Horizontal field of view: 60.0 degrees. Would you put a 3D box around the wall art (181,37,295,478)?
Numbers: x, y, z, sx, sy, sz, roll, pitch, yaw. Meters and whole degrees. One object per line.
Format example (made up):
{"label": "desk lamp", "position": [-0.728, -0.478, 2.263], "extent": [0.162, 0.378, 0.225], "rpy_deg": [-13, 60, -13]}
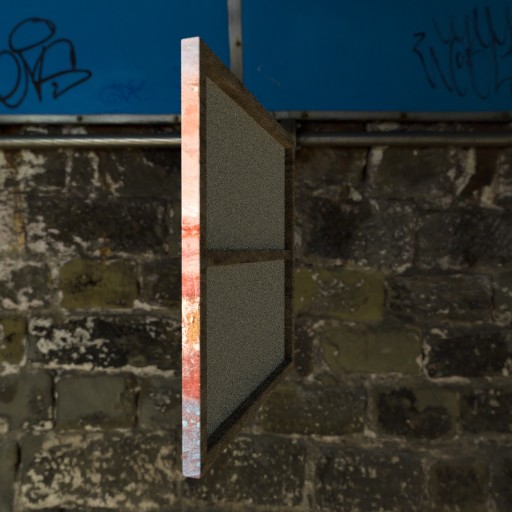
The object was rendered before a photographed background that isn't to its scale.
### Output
{"label": "wall art", "position": [0.000, 0.000, 1.107], "extent": [0.035, 0.747, 0.747], "rpy_deg": [0, 1, 17]}
